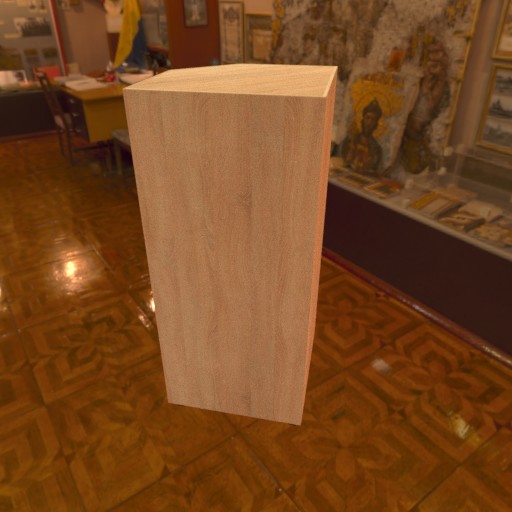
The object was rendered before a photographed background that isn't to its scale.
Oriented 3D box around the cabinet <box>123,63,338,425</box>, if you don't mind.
[{"bbox_3d":[0.000,0.000,2.823,1.327,2.120,1.094,-18,35,-28],"label":"cabinet"}]
